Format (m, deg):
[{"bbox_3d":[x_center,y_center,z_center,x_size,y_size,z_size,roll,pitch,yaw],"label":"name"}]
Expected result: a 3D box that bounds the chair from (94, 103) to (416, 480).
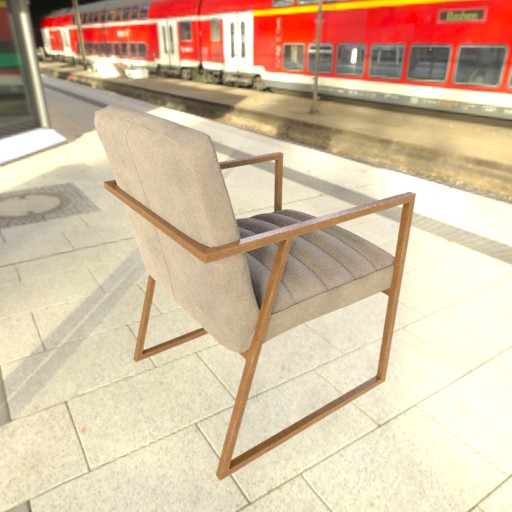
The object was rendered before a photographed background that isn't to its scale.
[{"bbox_3d":[0.000,0.000,1.294,0.682,0.843,0.578,-17,31,-31],"label":"chair"}]
